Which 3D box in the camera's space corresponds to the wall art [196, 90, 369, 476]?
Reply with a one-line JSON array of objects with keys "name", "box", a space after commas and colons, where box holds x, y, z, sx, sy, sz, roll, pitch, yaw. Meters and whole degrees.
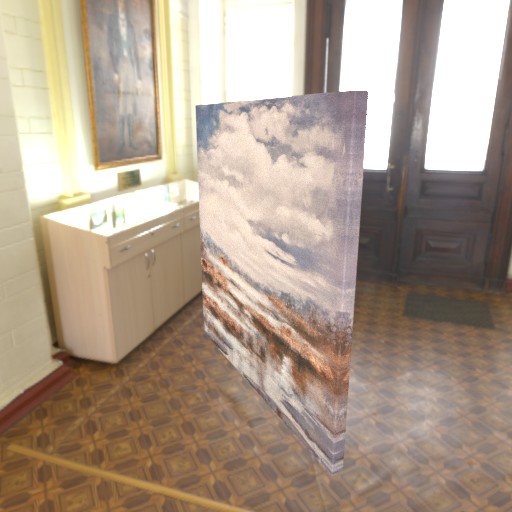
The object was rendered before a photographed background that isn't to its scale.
[{"name": "wall art", "box": [0.000, 0.000, 1.536, 0.040, 1.020, 1.010, -8, 19, -26]}]
